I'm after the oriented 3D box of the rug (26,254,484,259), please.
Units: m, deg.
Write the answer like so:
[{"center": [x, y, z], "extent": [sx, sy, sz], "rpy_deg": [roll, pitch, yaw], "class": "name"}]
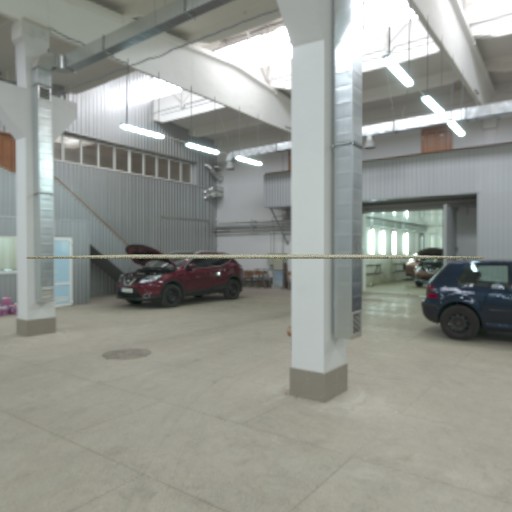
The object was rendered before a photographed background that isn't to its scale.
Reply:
[{"center": [0.000, 0.000, 4.160], "extent": [3.034, 0.012, 2.471], "rpy_deg": [0, 1, 1], "class": "rug"}]
